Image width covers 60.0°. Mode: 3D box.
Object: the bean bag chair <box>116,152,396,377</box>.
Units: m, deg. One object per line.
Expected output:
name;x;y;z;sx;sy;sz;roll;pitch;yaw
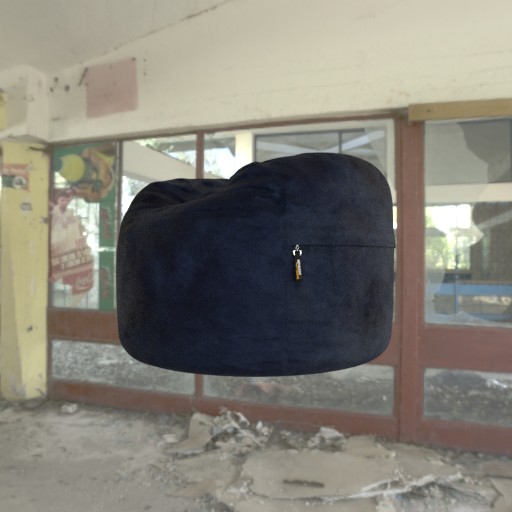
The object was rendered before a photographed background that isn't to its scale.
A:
bean bag chair;0.000;0.000;1.519;0.918;0.616;0.918;0;0;0
